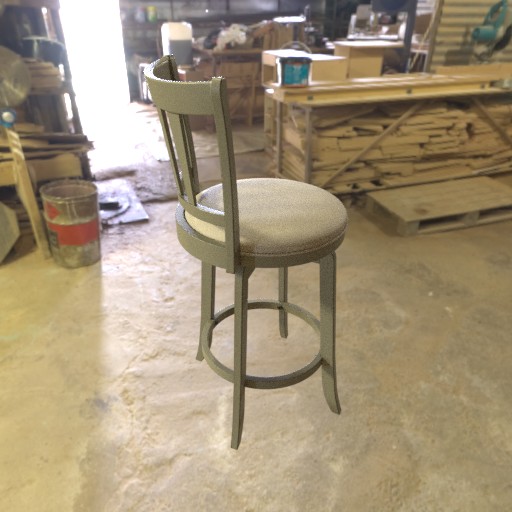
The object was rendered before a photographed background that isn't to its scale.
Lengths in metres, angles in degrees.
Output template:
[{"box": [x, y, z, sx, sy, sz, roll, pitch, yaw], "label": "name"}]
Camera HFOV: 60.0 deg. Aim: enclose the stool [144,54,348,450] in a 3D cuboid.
[{"box": [0.000, 0.000, 1.228, 0.486, 0.994, 0.450, -11, 32, -19], "label": "stool"}]
